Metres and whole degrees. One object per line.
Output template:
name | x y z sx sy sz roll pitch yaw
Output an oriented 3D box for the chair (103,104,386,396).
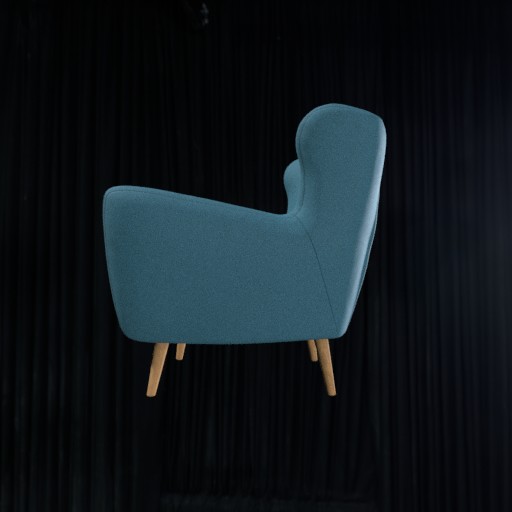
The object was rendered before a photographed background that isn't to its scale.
chair | 0.000 0.000 1.656 0.889 0.889 0.890 0 0 1
